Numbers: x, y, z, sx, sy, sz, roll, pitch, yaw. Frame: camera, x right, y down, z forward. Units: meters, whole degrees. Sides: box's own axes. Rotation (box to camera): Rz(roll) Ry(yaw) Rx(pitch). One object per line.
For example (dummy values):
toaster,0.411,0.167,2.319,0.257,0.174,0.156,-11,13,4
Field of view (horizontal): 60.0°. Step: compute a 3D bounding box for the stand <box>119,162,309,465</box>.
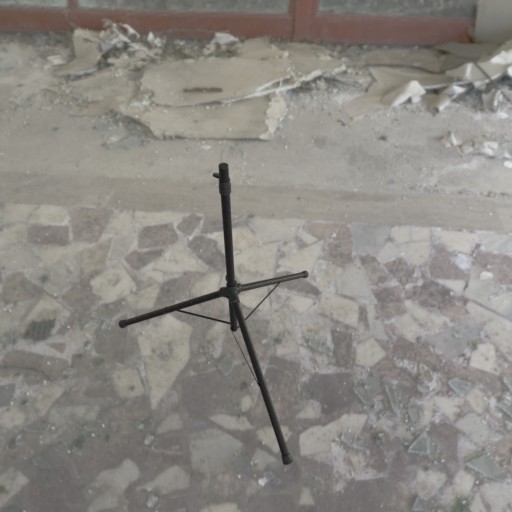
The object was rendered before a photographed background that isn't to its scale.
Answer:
stand,0.000,0.000,2.753,1.596,1.595,1.339,32,55,26
